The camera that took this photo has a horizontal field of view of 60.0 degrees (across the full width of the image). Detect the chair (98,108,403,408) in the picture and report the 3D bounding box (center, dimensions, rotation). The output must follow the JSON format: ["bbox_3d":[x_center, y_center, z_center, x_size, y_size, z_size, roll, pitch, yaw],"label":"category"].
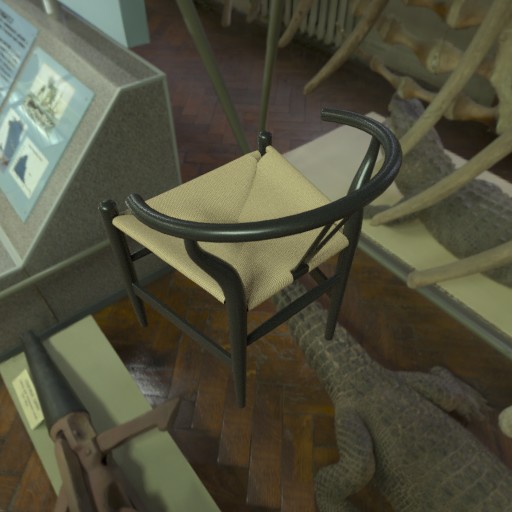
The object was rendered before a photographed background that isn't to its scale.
[{"bbox_3d":[0.000,0.000,1.141,0.570,0.739,0.570,-31,54,-26],"label":"chair"}]
